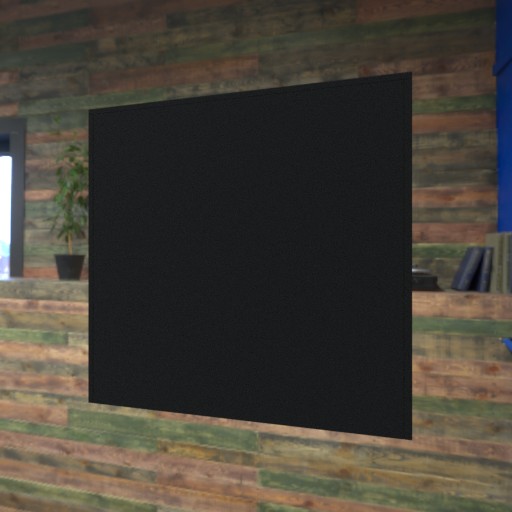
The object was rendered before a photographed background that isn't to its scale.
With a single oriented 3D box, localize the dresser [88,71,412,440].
[{"bbox_3d":[0.000,0.000,1.147,0.750,0.720,0.360,0,0,17],"label":"dresser"}]
